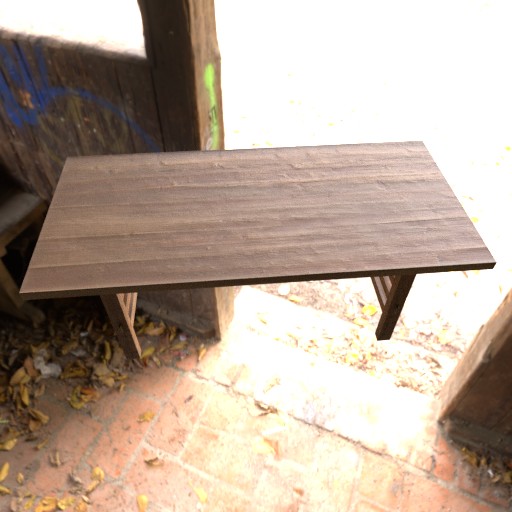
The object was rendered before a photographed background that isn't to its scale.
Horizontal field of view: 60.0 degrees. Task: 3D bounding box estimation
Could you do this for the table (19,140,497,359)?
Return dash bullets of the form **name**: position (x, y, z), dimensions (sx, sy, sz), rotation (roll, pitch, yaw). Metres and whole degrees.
- **table**: position (0.000, 0.000, 2.448), dimensions (2.003, 0.760, 0.952), rotation (-4, 47, -3)
